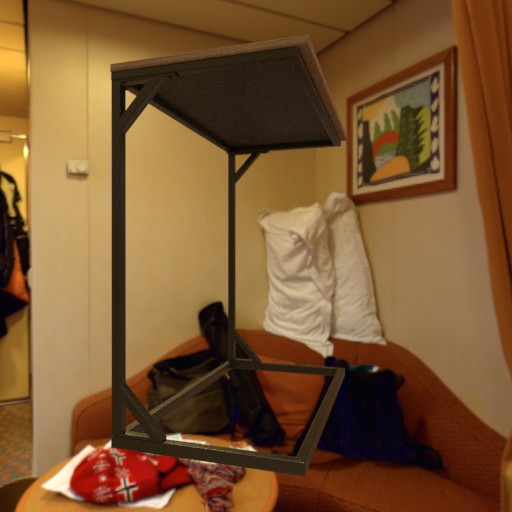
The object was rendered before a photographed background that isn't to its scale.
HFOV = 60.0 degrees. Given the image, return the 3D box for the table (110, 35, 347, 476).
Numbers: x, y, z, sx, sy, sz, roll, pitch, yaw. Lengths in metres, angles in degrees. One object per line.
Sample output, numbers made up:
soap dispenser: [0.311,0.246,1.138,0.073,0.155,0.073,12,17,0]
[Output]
table: [0.000,0.000,1.010,0.351,0.673,0.597,0,0,17]
